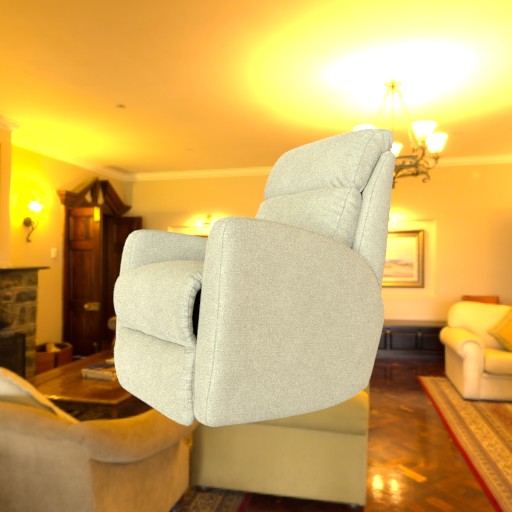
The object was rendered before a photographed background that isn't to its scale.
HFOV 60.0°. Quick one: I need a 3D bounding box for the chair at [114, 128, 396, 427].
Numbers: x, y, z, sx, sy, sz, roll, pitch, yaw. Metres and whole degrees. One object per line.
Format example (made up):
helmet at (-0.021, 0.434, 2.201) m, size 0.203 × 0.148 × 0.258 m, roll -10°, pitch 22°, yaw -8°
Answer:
chair at (0.000, 0.000, 1.714) m, size 0.941 × 1.015 × 0.812 m, roll 1°, pitch -1°, yaw -36°
